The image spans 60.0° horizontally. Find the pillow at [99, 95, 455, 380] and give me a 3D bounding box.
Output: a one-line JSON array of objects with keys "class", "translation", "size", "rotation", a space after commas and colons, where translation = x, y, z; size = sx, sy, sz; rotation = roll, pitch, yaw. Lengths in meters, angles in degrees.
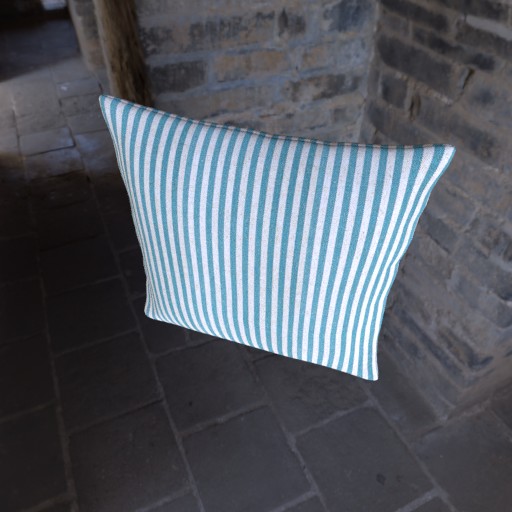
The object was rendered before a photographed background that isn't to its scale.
[{"class": "pillow", "translation": [0.000, 0.000, 0.781], "size": [0.523, 0.510, 0.166], "rotation": [13, 44, 14]}]
